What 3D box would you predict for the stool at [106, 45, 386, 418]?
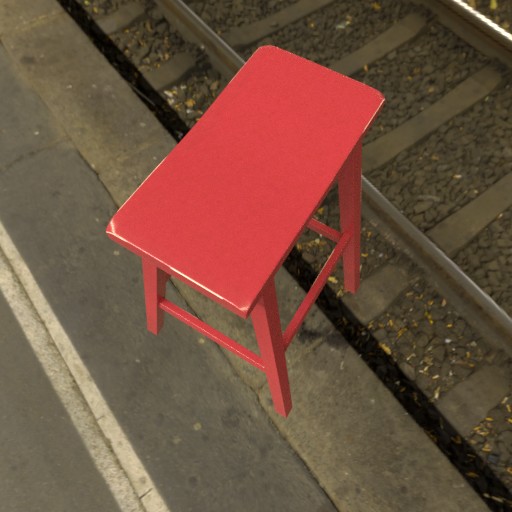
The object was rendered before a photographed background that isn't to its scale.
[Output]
[{"bbox_3d":[0.000,0.000,1.017,0.476,0.737,0.457,29,68,13],"label":"stool"}]
